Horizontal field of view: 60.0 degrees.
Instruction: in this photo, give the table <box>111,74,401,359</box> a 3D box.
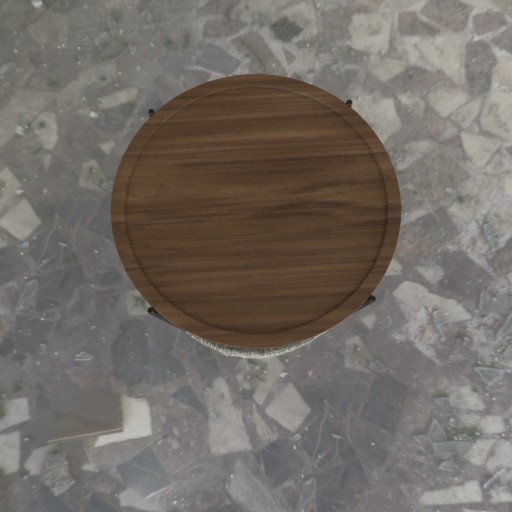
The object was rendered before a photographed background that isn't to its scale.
[{"bbox_3d":[0.000,0.000,0.891,0.400,0.623,0.400,-3,76,-1],"label":"table"}]
